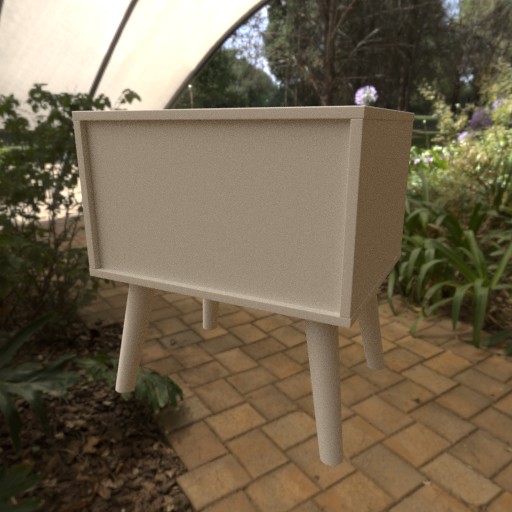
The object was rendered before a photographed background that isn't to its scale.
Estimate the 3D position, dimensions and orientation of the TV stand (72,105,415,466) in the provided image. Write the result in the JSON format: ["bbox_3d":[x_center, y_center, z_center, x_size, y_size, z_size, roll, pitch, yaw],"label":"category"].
[{"bbox_3d":[0.000,0.000,0.906,0.508,0.559,0.405,8,18,26],"label":"TV stand"}]
